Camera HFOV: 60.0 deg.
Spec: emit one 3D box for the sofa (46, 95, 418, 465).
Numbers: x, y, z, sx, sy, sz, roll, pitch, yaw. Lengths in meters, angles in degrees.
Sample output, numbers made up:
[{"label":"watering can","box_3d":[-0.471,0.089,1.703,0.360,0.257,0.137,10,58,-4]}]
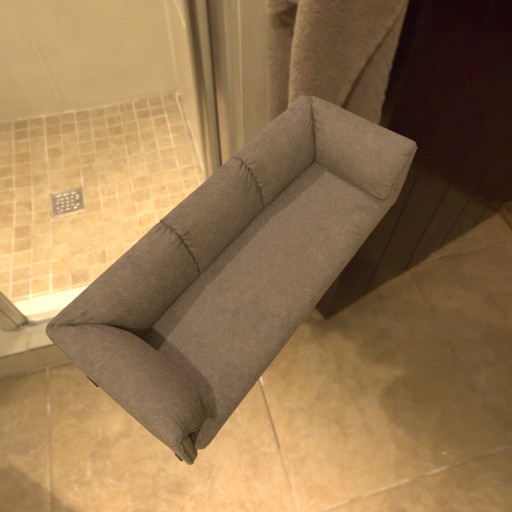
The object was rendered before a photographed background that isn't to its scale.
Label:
[{"label":"sofa","box_3d":[0.000,0.000,2.677,0.899,0.758,2.238,33,62,19]}]
